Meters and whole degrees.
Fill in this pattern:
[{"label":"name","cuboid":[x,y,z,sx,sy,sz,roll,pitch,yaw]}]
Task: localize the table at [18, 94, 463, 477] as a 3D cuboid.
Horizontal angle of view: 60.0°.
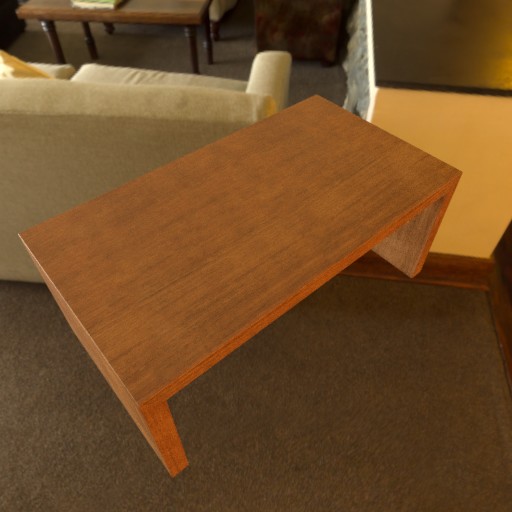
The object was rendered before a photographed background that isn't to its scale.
[{"label":"table","cuboid":[0.000,0.000,1.271,1.000,0.419,0.549,-33,56,-26]}]
